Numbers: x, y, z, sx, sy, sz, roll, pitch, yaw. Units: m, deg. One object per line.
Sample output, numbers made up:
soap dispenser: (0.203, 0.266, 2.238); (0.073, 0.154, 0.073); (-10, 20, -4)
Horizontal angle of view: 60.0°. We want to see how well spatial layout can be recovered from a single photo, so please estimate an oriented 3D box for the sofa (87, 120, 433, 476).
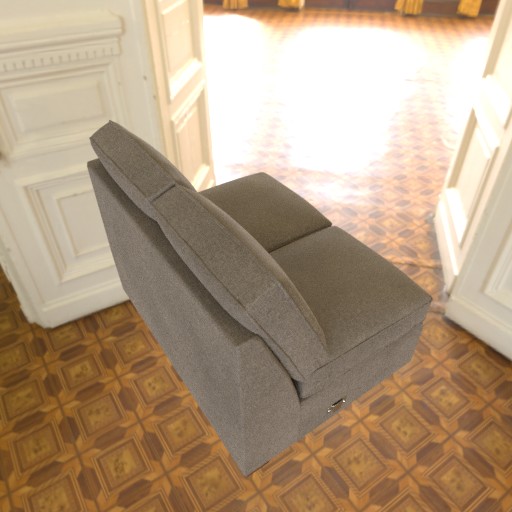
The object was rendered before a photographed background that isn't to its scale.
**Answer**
sofa: (0.000, 0.000, 1.949); (0.951, 1.008, 1.237); (-24, 46, -25)
